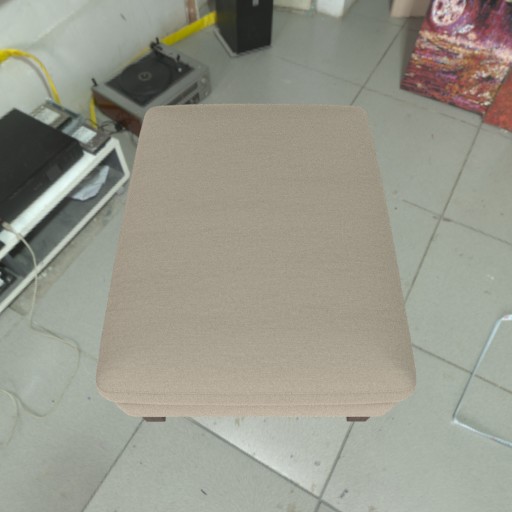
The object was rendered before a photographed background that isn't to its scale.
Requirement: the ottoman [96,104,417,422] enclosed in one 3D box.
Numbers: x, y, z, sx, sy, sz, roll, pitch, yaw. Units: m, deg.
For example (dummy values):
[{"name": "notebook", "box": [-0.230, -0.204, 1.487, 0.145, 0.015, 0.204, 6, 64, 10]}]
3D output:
[{"name": "ottoman", "box": [0.000, 0.000, 1.110, 0.606, 0.420, 0.771, 0, 59, 0]}]
